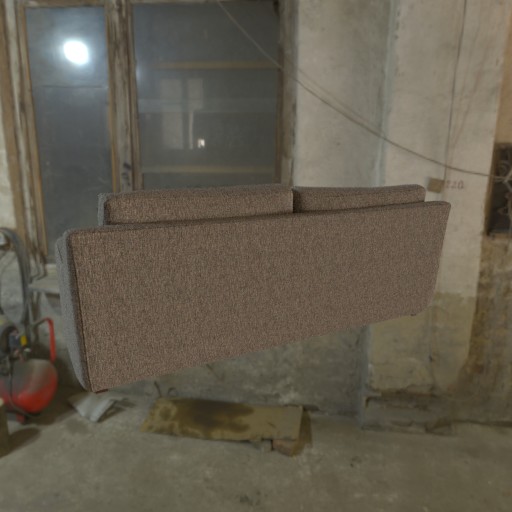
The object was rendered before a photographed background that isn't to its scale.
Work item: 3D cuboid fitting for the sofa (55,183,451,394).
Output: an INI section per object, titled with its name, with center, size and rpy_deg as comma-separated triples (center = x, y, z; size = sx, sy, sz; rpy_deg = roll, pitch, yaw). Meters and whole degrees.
[sofa]
center = 0.000, 0.000, 2.939
size = 2.418, 0.998, 1.103
rpy_deg = -7, 15, -28
